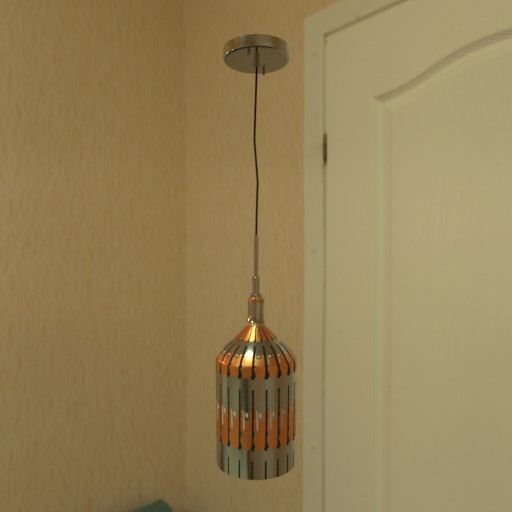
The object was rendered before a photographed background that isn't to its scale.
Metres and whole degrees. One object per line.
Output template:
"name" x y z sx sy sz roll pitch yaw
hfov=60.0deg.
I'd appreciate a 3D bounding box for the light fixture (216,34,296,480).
"light fixture" 0.000 0.000 1.659 0.303 1.535 0.303 0 1 0
